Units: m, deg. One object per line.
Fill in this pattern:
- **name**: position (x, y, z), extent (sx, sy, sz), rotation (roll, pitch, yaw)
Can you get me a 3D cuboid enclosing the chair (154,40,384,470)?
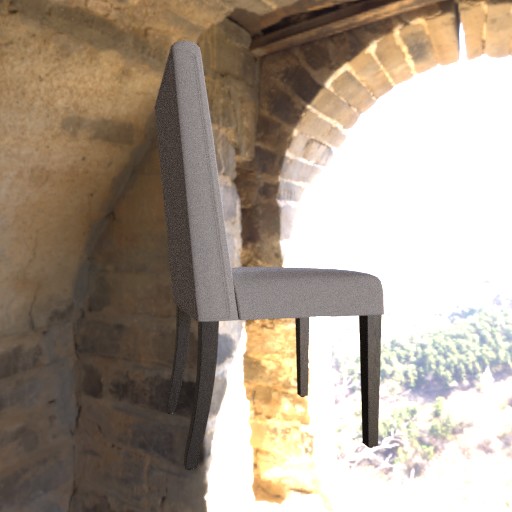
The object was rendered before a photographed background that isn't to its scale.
- **chair**: position (0.000, 0.000, 1.244), extent (0.523, 0.961, 0.474), rotation (0, 0, -18)
